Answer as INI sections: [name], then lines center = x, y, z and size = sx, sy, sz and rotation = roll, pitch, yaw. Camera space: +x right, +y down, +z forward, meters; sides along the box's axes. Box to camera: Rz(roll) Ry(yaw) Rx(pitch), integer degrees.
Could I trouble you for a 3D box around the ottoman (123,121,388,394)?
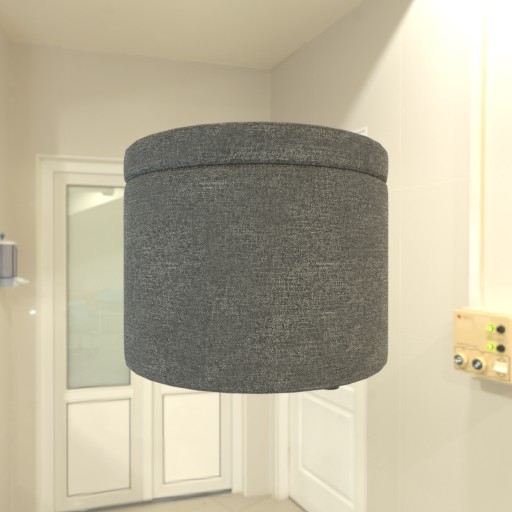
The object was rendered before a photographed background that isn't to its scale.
[ottoman]
center = 0.000, 0.000, 0.873
size = 0.500, 0.419, 0.500
rotation = 0, 0, 0
